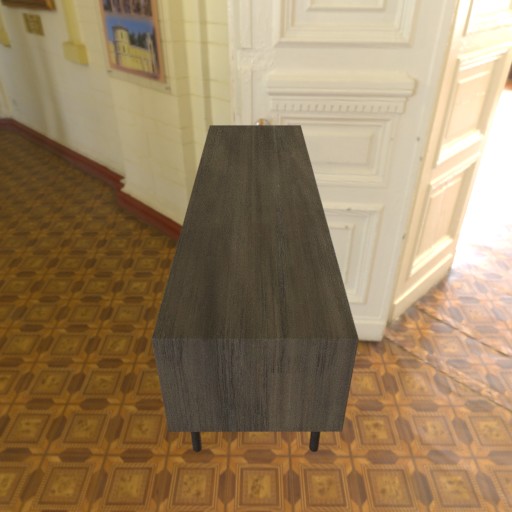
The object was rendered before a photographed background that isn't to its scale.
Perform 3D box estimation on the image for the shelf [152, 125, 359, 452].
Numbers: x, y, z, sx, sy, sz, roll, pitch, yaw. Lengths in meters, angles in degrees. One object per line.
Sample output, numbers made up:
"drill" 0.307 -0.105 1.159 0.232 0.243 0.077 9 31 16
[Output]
"shelf" 0.000 0.000 1.521 0.400 0.495 1.300 0 34 0
